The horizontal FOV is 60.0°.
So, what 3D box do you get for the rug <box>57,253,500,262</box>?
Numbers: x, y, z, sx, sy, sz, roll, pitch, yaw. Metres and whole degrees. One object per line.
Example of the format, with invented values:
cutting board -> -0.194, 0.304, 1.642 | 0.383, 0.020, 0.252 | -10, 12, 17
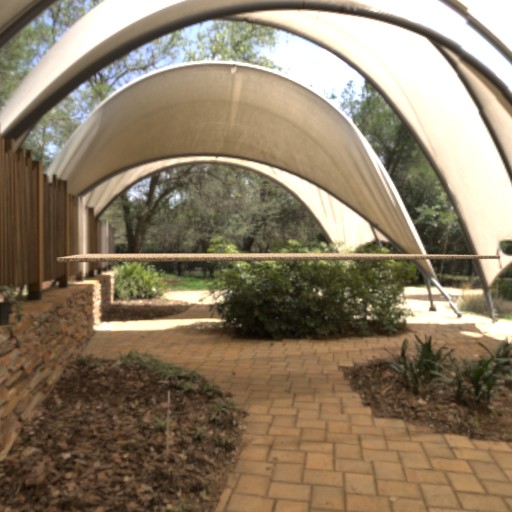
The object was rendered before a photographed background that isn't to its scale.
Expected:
rug -> 0.000, 0.000, 3.931 | 3.000, 0.025, 2.400 | 0, 1, -18
